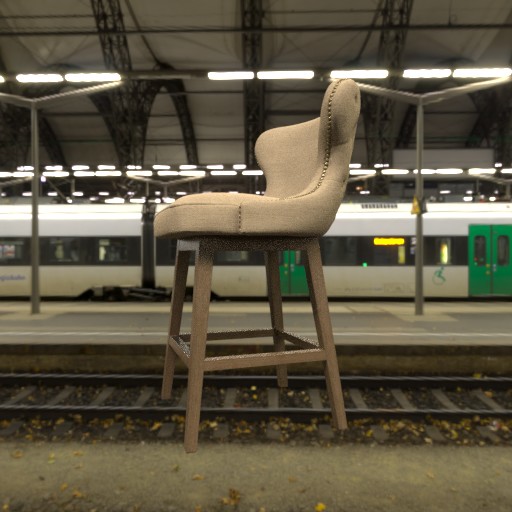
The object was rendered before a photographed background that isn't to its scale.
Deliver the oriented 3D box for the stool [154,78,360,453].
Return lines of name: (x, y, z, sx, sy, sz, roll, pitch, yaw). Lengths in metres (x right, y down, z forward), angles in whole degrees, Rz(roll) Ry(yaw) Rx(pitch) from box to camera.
stool: (0.000, 0.000, 1.391, 0.597, 0.972, 0.615, 0, 0, -20)
